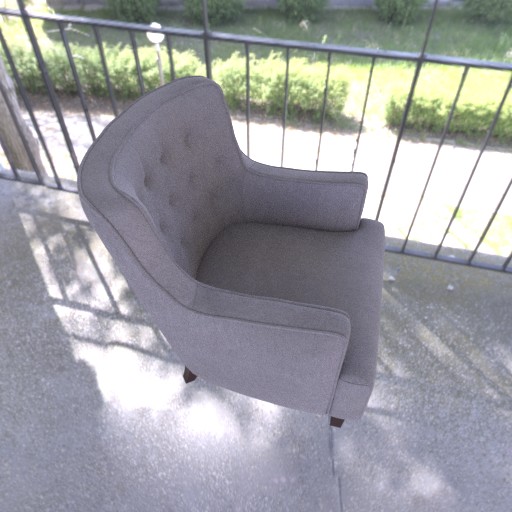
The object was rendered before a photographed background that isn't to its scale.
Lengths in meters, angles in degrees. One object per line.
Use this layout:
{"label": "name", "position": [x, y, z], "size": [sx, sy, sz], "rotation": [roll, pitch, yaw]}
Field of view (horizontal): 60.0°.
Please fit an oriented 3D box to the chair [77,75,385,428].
{"label": "chair", "position": [0.000, 0.000, 1.548], "size": [0.910, 0.919, 0.781], "rotation": [10, 47, 10]}
